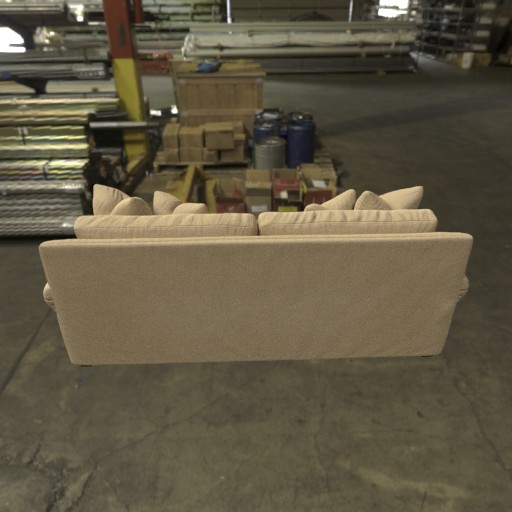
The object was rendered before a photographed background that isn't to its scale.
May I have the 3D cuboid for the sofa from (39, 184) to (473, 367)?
[{"bbox_3d":[0.000,0.000,2.810,2.285,0.904,1.067,-1,30,-2],"label":"sofa"}]
